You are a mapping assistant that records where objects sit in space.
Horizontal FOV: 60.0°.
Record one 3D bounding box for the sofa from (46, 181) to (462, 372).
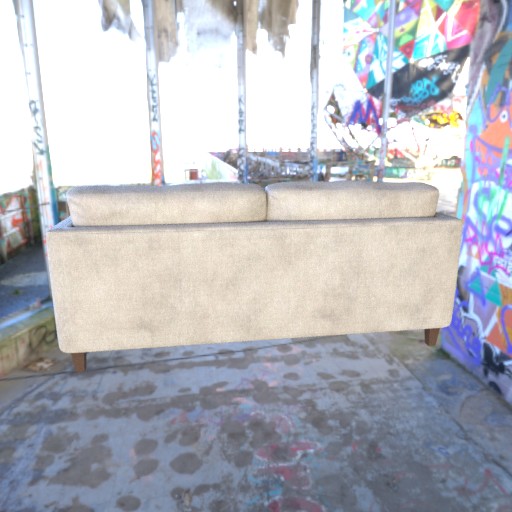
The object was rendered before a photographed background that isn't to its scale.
[{"bbox_3d":[0.000,0.000,2.783,2.208,0.965,0.951,-2,15,-9],"label":"sofa"}]
